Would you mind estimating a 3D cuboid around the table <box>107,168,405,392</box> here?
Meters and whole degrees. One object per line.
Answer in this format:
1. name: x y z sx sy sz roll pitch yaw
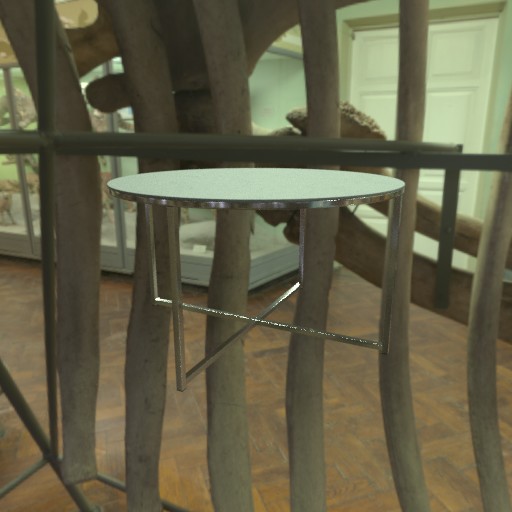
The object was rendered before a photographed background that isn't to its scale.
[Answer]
1. table: 0.000 0.000 1.308 0.800 0.450 0.800 0 16 0
